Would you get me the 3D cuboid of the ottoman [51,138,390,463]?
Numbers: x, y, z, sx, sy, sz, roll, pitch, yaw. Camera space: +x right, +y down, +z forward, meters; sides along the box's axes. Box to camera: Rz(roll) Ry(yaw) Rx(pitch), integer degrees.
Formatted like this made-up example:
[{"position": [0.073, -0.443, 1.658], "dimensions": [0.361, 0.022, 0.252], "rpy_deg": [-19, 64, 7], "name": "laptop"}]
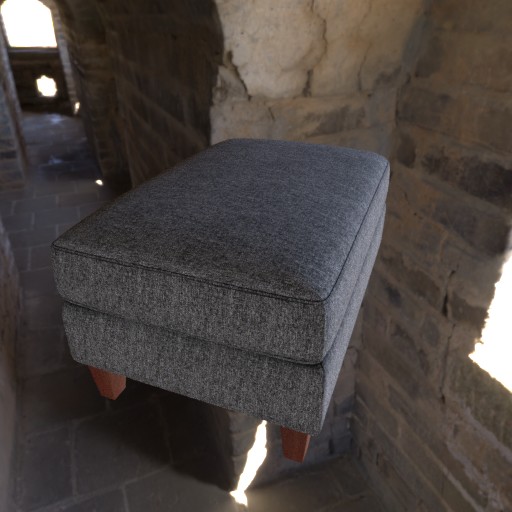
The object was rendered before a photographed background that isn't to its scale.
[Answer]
[{"position": [0.000, 0.000, 1.195], "dimensions": [0.584, 0.483, 0.864], "rpy_deg": [11, 31, 19], "name": "ottoman"}]
